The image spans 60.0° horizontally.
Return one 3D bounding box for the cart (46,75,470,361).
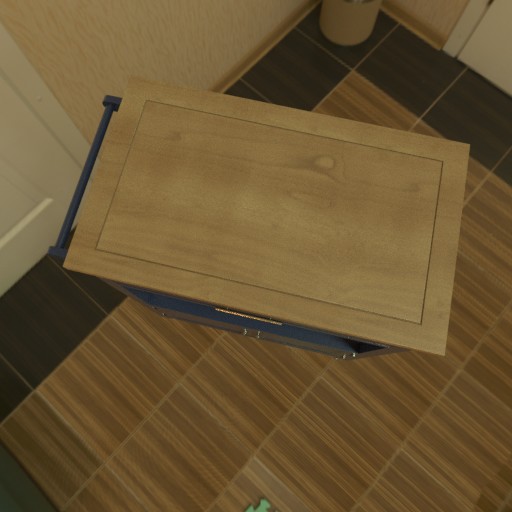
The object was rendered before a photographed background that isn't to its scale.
[{"bbox_3d":[0.000,0.000,1.355,0.840,0.901,0.459,13,75,3],"label":"cart"}]
